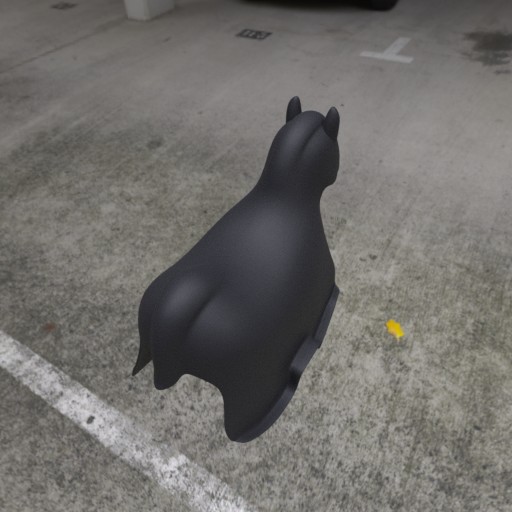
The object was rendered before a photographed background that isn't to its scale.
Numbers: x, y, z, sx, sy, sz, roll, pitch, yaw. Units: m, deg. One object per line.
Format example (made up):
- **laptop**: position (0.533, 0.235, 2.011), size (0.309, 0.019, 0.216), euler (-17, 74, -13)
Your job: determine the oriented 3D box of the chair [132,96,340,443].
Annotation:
- **chair**: position (0.000, 0.000, 1.142), size (0.429, 0.612, 0.800), euler (24, 51, 22)
